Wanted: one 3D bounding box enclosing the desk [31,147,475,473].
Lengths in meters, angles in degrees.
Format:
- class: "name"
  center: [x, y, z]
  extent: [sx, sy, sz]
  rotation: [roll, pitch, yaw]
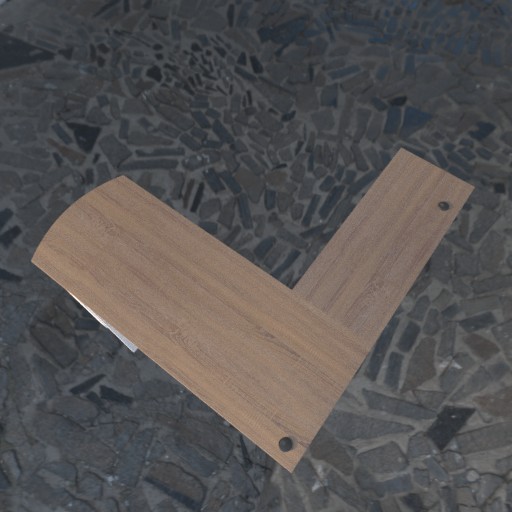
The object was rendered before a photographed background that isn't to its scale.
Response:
- class: "desk"
  center: [0.000, 0.000, 2.131]
  extent: [1.303, 0.716, 1.361]
  rotation: [34, 69, 15]
